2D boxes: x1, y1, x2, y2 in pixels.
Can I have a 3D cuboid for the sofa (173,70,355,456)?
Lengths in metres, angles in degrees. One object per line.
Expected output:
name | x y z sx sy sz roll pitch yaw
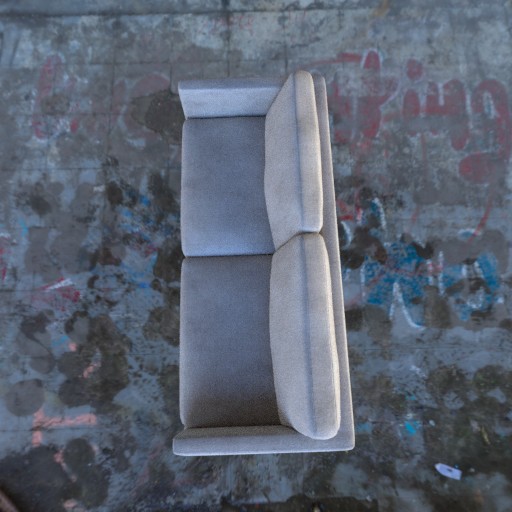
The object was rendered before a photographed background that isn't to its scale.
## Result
sofa | 0.000 0.000 2.760 0.951 0.965 2.208 -2 75 0
